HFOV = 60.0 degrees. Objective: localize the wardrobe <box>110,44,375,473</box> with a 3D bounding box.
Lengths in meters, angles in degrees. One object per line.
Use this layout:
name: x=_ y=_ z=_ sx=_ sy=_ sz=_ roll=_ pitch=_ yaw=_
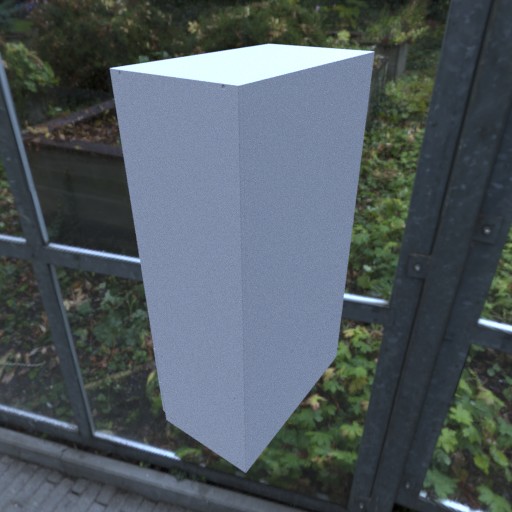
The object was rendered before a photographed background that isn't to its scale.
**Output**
wardrobe: x=0.000 y=0.000 z=2.206 sx=0.577 sy=1.808 sz=0.991 roll=20 pitch=36 yaw=30
